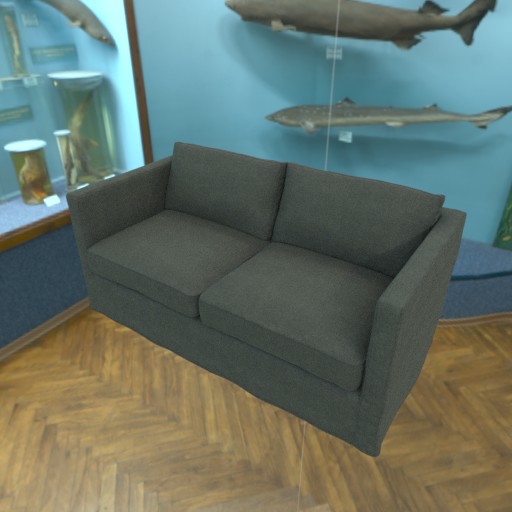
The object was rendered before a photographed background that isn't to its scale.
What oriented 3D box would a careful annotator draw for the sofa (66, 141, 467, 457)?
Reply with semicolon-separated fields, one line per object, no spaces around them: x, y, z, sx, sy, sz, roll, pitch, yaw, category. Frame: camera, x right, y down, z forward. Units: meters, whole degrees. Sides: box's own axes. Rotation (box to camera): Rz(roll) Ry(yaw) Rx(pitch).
0.000;0.000;2.320;1.802;0.854;0.974;19;35;29;sofa
